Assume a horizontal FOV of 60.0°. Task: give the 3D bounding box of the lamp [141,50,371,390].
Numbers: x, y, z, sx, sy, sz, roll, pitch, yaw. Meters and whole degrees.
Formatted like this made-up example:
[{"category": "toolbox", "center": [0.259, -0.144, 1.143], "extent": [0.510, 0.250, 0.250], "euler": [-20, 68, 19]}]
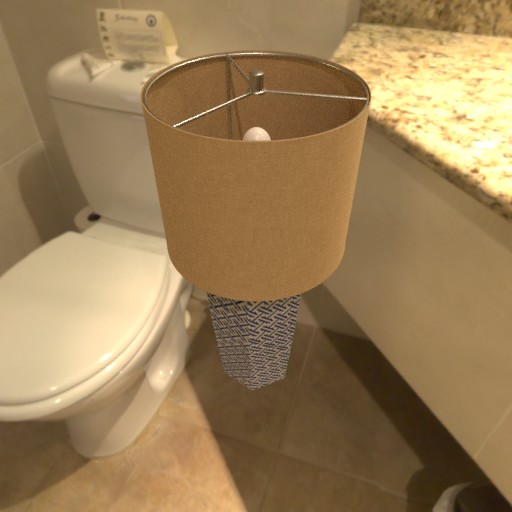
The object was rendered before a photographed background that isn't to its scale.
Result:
[{"category": "lamp", "center": [0.000, 0.000, 0.840], "extent": [0.320, 0.682, 0.320], "euler": [-12, 44, -13]}]
